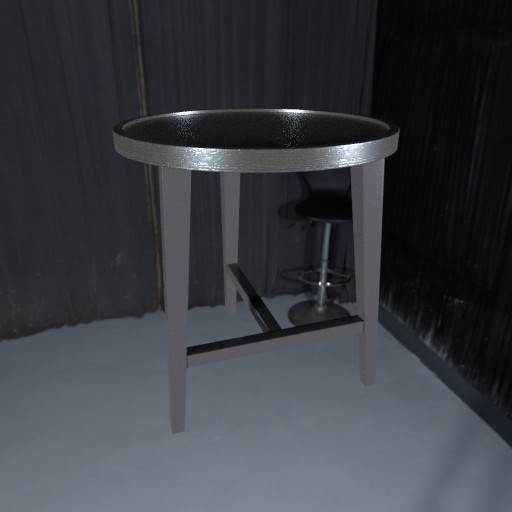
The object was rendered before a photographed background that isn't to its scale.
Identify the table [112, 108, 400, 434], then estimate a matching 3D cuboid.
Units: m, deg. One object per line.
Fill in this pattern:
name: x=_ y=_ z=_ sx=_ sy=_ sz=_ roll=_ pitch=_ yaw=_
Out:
table: x=0.000 y=0.000 z=0.914 sx=0.500 sy=0.531 sz=0.500 roll=0 pitch=24 yaw=0
